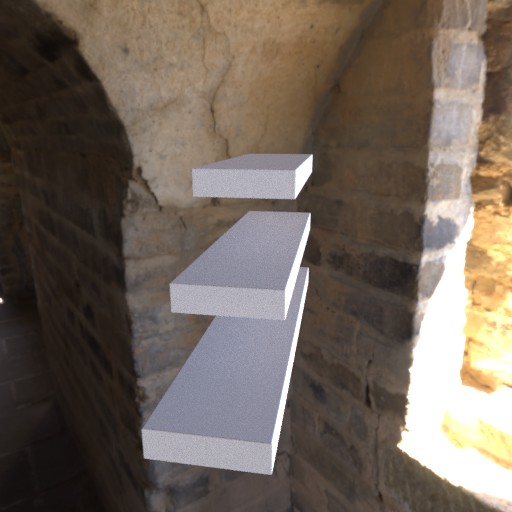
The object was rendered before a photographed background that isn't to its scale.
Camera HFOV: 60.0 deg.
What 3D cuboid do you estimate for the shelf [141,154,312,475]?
[{"bbox_3d":[0.000,0.000,0.716,0.140,0.293,0.610,3,16,10],"label":"shelf"}]
